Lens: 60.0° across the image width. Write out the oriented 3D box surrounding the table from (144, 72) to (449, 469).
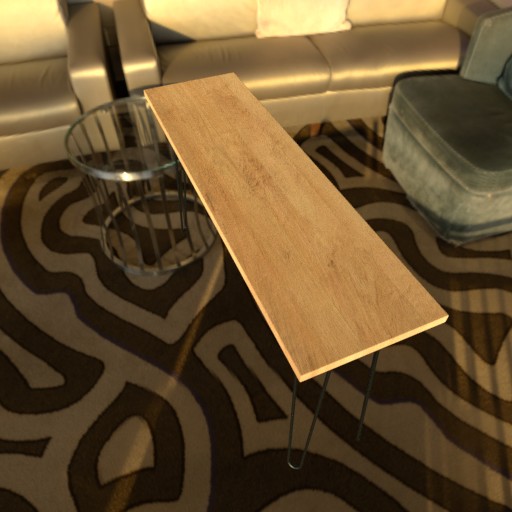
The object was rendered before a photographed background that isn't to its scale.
[{"bbox_3d":[0.000,0.000,1.735,0.399,0.799,1.400,-18,50,-16],"label":"table"}]
